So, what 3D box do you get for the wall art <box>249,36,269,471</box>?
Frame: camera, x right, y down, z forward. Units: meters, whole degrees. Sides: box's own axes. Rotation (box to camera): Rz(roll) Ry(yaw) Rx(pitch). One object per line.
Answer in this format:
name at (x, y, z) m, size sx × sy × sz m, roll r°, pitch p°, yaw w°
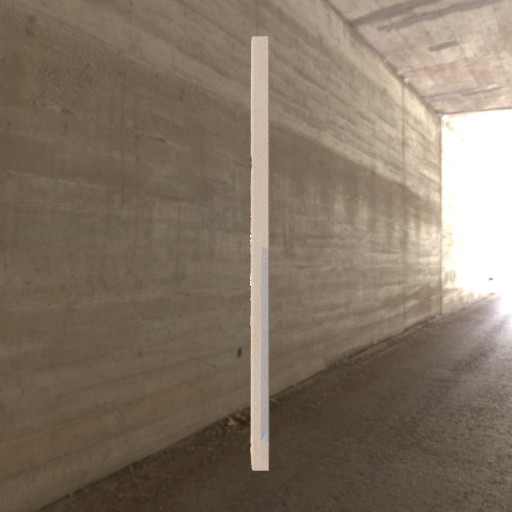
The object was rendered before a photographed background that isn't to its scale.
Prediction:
wall art at (0.000, 0.000, 1.539) m, size 0.042 × 0.912 × 1.219 m, roll 0°, pitch -1°, yaw -1°
